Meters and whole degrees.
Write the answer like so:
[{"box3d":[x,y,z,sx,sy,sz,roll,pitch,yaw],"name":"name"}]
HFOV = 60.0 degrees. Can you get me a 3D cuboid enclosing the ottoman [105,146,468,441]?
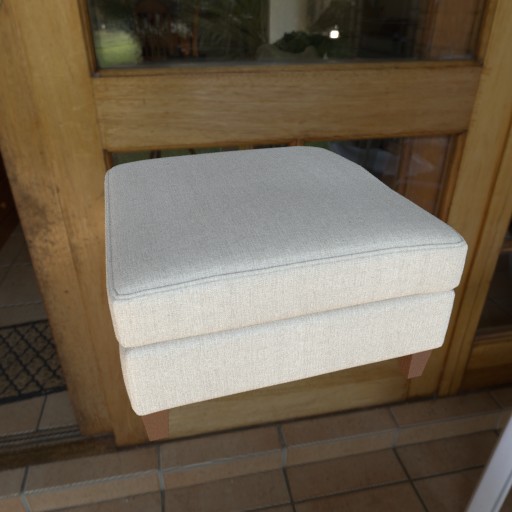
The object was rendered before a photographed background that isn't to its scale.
[{"box3d":[0.000,0.000,1.367,0.838,0.503,0.838,-8,30,-15],"name":"ottoman"}]
